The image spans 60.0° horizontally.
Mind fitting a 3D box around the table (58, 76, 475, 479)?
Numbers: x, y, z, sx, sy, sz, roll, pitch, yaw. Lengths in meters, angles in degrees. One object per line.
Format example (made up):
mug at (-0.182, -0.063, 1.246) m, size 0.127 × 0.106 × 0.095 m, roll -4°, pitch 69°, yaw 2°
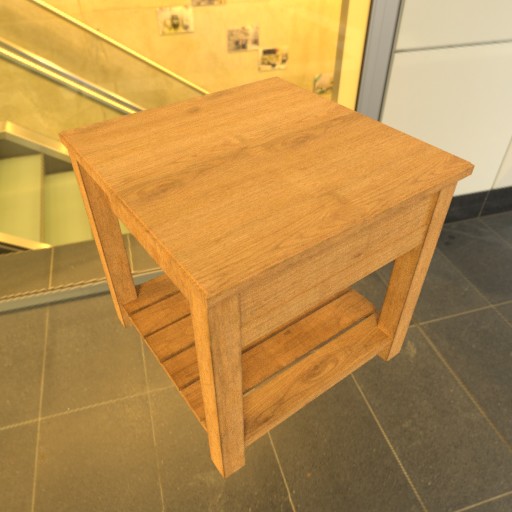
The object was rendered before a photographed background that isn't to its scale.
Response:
table at (0.000, 0.000, 1.099) m, size 0.612 × 0.593 × 0.616 m, roll -25°, pitch 47°, yaw -27°
